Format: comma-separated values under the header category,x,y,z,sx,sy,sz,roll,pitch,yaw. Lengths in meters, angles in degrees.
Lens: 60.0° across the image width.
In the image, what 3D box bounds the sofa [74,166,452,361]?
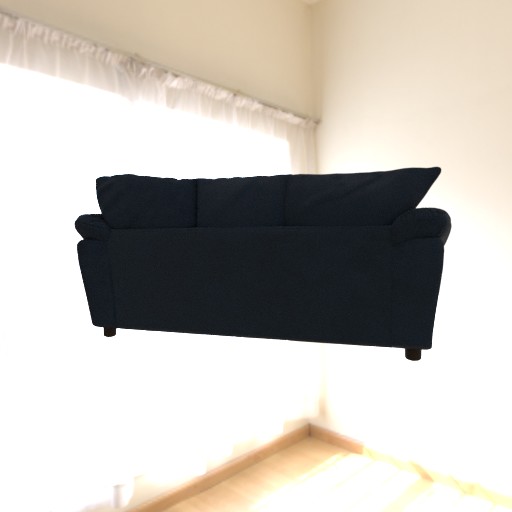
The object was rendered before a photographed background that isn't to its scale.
category,x,y,z,sx,sy,sz,roll,pitch,yaw
sofa,0.000,0.000,2.935,2.390,1.091,0.907,0,1,18
